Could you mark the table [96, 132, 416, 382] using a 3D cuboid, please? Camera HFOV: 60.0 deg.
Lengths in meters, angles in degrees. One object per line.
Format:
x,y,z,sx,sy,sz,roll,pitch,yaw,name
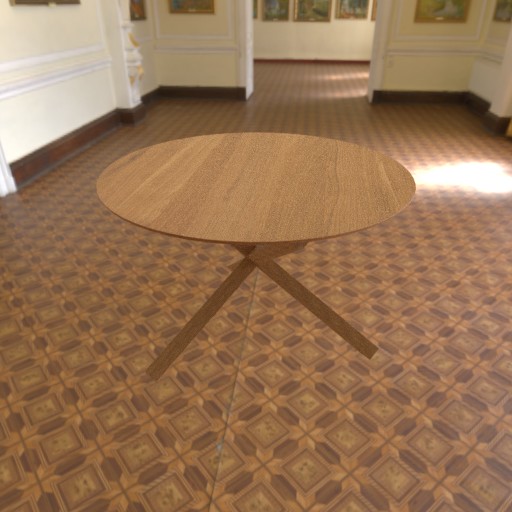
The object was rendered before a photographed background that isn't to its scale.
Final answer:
0.000,0.000,1.670,1.038,0.666,1.038,0,30,0,table
